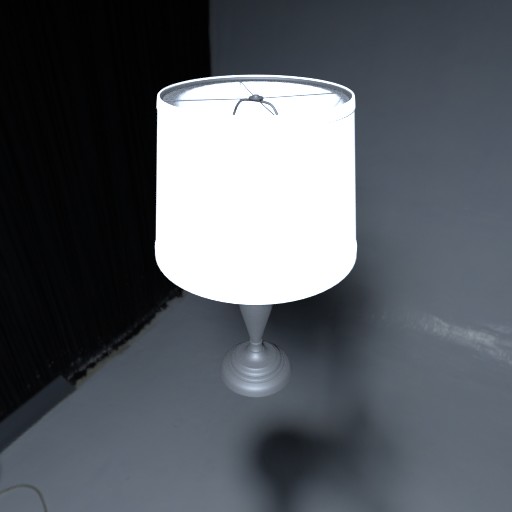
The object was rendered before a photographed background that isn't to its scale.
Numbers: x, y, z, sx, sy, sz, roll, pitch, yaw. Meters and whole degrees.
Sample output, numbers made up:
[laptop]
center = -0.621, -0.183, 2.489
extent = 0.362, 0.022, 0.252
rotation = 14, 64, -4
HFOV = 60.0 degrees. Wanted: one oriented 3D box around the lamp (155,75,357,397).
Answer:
[lamp]
center = 0.000, 0.000, 0.707
extent = 0.310, 0.501, 0.310
rotation = 0, 31, 0
